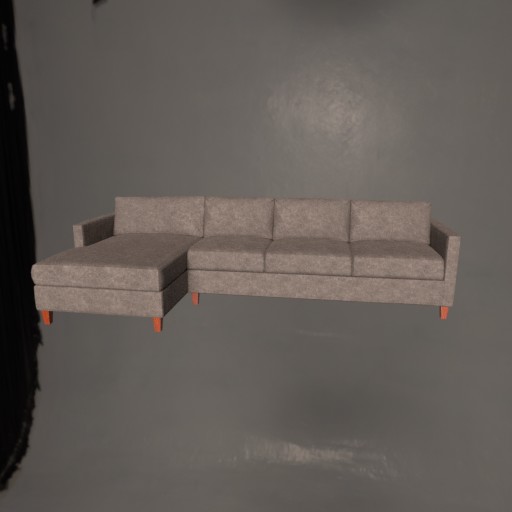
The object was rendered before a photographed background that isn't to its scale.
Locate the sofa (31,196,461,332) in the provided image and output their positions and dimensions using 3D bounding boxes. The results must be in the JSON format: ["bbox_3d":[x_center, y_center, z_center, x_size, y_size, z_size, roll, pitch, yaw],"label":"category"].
[{"bbox_3d":[0.000,0.000,4.084,3.471,0.954,1.606,2,14,9],"label":"sofa"}]
